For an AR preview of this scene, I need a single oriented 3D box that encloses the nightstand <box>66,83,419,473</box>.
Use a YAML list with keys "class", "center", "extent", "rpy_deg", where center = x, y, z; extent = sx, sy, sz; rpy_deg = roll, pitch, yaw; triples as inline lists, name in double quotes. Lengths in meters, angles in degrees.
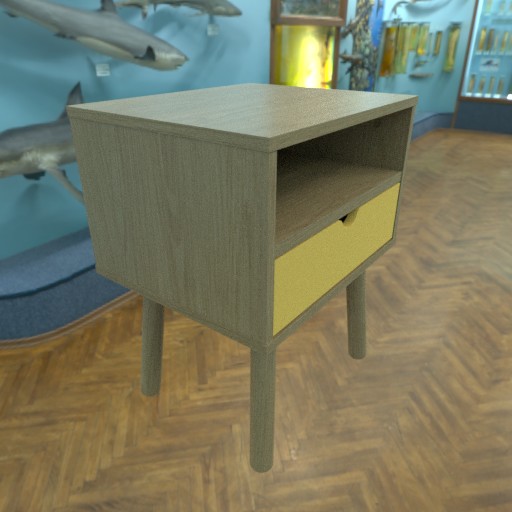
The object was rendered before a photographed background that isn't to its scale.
- class: "nightstand"
  center: [0.000, 0.000, 0.855]
  extent: [0.380, 0.571, 0.450]
  rpy_deg: [19, 32, 33]
